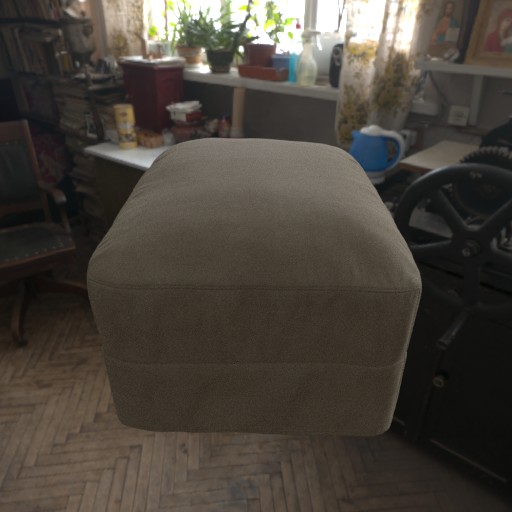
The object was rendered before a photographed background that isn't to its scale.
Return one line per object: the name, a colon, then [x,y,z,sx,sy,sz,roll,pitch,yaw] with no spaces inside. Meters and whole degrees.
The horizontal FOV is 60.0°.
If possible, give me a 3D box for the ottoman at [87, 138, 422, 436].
ottoman: [0.000,0.000,1.061,0.584,0.480,0.712,0,30,0]
